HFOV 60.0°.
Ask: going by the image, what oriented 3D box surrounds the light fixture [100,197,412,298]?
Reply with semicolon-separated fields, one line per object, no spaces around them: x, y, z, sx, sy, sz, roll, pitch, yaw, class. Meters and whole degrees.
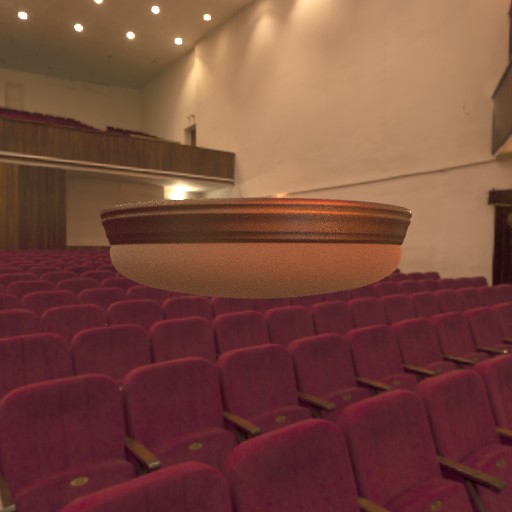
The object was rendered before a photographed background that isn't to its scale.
0.000;0.000;0.554;0.368;0.100;0.368;0;0;0;light fixture
